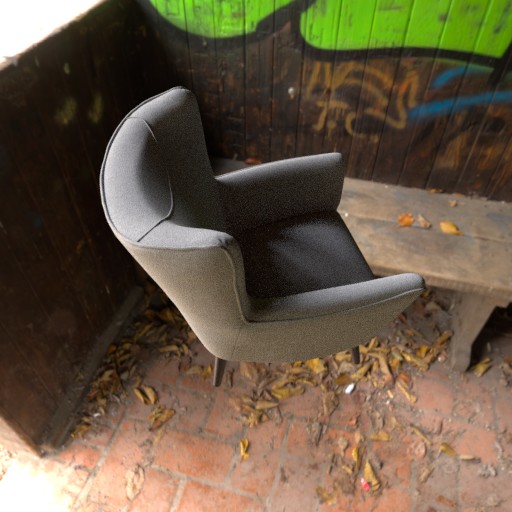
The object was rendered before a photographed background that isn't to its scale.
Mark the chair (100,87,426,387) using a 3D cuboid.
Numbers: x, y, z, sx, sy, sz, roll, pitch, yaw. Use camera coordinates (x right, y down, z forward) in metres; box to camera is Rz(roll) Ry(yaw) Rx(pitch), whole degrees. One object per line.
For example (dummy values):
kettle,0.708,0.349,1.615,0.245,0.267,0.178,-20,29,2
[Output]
chair,0.000,0.000,1.578,0.888,0.933,0.781,-10,47,-9
